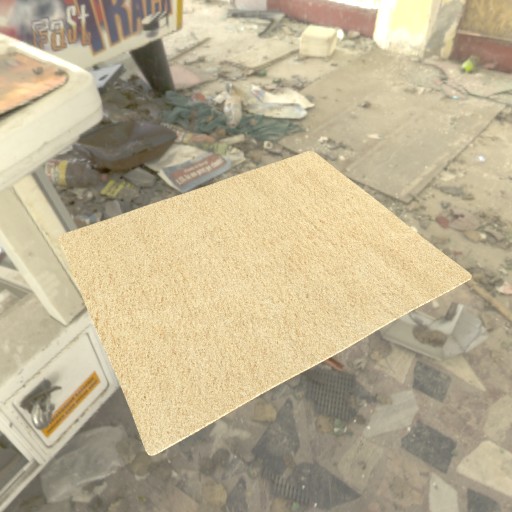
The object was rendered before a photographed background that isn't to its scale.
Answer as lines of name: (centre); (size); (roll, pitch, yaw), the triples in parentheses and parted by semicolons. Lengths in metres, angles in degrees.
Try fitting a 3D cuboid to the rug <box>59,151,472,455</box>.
rug: (0.000, 0.000, 4.061); (3.001, 0.025, 2.401); (-23, 49, -21)
